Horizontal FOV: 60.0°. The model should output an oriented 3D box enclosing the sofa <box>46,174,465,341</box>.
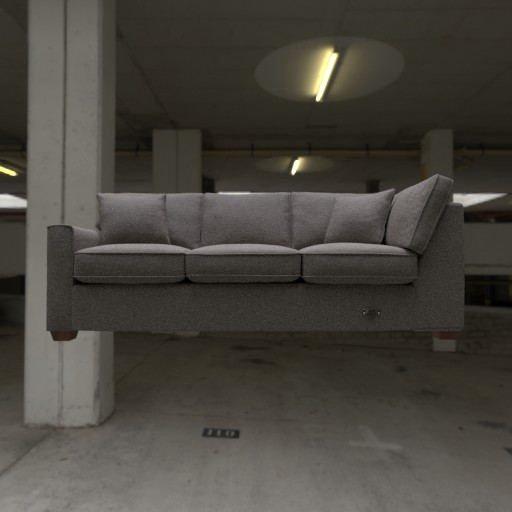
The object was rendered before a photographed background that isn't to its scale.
[{"bbox_3d":[0.000,0.000,2.903,2.317,0.962,1.061,0,-1,0],"label":"sofa"}]
